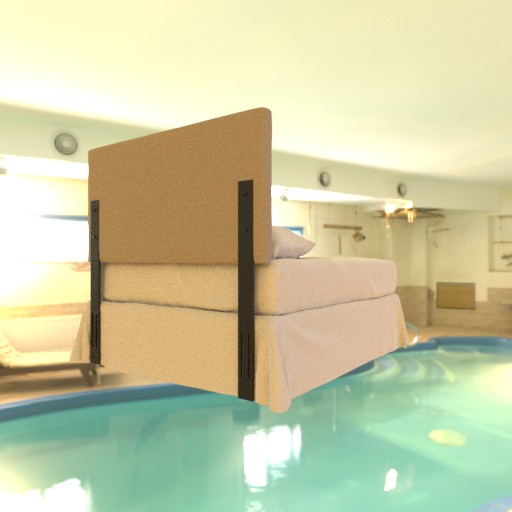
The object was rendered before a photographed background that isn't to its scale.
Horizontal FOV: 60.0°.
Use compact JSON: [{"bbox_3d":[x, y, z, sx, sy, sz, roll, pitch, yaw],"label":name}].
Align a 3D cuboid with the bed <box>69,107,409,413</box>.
[{"bbox_3d":[0.000,0.000,3.633,1.936,1.577,2.222,0,0,37],"label":"bed"}]
